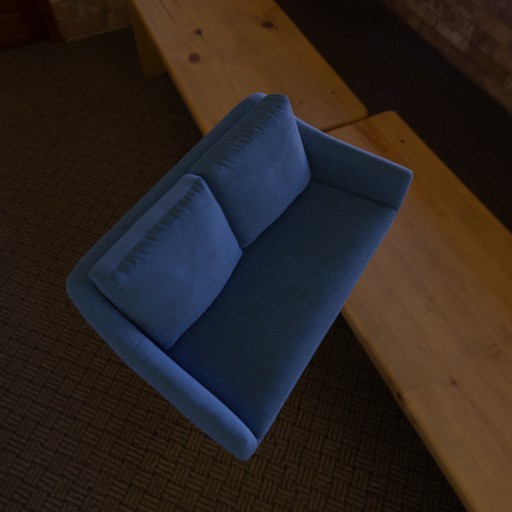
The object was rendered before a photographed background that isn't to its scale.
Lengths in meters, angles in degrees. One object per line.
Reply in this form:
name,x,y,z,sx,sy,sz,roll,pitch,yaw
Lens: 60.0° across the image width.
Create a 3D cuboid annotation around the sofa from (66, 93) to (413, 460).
sofa,0.000,0.000,2.208,0.960,0.902,1.619,29,62,17
